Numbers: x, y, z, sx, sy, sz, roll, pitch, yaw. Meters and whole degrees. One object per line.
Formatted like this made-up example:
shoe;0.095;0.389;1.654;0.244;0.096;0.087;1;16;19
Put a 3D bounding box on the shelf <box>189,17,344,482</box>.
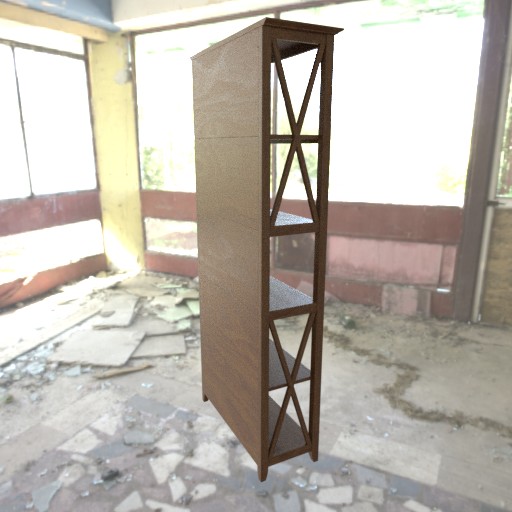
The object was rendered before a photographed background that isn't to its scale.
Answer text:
shelf;0.000;0.000;2.169;0.335;1.905;0.805;-7;16;-26
